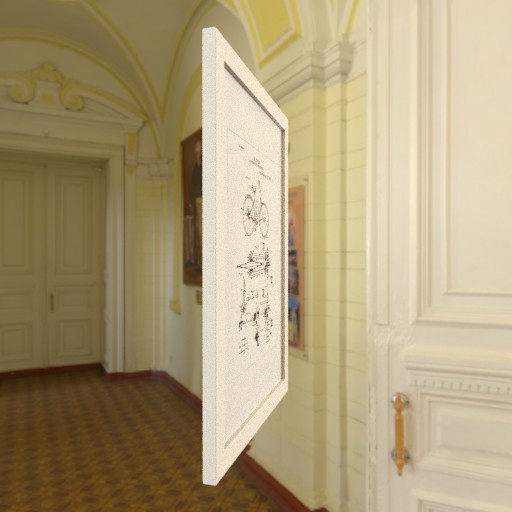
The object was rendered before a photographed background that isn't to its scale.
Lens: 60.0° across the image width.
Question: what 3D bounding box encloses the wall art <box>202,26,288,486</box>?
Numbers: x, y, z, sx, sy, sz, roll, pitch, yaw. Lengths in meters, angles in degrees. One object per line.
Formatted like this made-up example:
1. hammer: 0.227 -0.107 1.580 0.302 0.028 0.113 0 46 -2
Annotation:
1. wall art: 0.000 0.000 0.620 0.015 0.477 0.332 0 0 17
